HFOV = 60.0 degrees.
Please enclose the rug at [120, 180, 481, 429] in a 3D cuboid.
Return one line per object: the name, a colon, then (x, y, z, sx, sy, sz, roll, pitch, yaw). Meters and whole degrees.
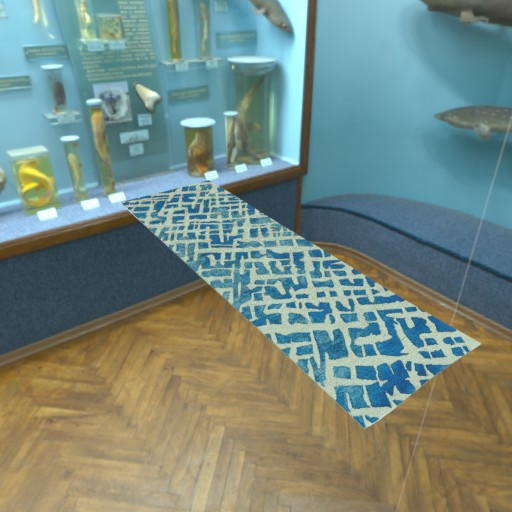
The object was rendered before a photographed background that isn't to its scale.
rug: (0.000, 0.000, 2.651, 0.768, 0.011, 2.446, -20, 37, -30)
